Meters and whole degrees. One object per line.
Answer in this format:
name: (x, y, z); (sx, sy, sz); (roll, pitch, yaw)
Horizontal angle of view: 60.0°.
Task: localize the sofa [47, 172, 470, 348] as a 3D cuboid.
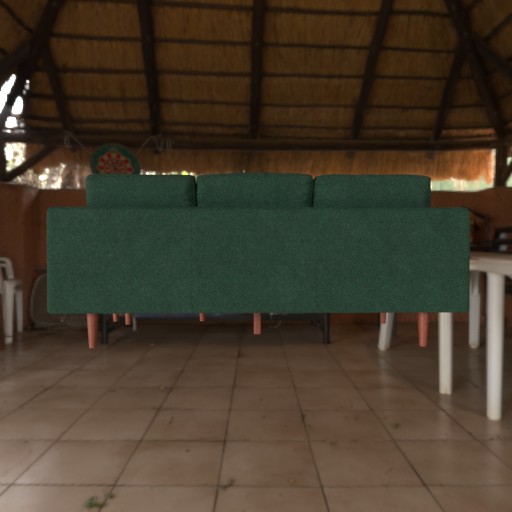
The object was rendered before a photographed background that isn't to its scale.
sofa: (0.000, 0.000, 2.892); (2.030, 0.899, 1.580); (0, 1, -1)
